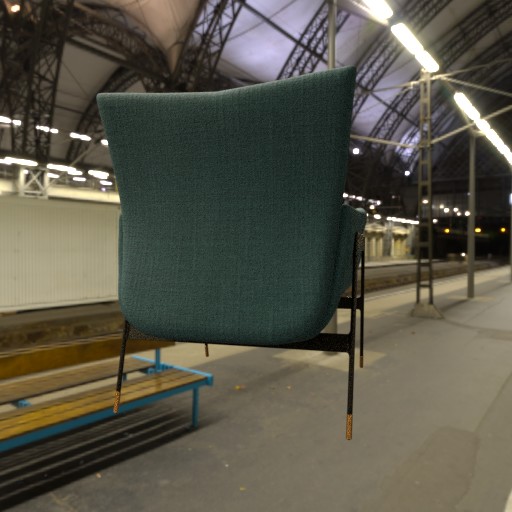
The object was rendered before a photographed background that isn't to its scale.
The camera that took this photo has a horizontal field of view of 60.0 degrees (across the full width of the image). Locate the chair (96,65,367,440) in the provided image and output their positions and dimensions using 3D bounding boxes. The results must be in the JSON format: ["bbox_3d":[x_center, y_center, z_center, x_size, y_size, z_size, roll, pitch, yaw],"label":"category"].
[{"bbox_3d":[0.000,0.000,1.418,0.678,0.859,0.769,0,1,16],"label":"chair"}]
